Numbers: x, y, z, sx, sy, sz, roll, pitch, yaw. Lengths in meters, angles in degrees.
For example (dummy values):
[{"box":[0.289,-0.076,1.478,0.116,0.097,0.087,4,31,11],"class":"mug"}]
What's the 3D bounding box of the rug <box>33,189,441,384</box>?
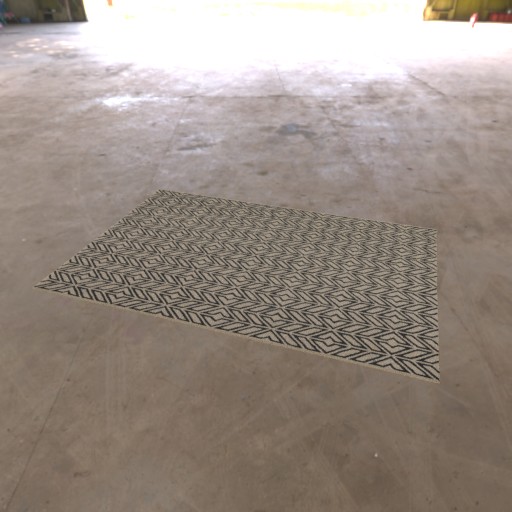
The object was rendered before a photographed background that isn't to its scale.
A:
[{"box":[0.000,0.000,2.346,1.828,0.007,1.220,10,34,16],"class":"rug"}]
